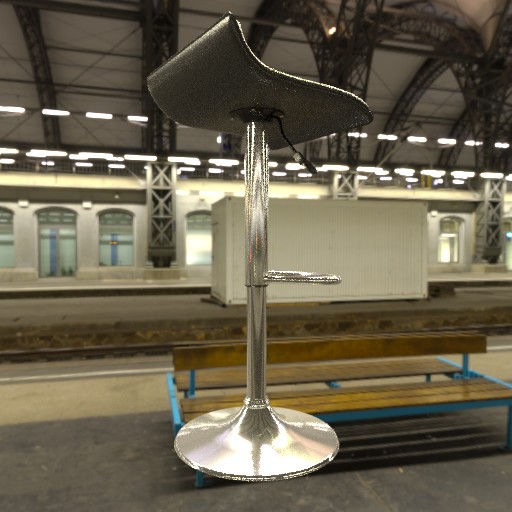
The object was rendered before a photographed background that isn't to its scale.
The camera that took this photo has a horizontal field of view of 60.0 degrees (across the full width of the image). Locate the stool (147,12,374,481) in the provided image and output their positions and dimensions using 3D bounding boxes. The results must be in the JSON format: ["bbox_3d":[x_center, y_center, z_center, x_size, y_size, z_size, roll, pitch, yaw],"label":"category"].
[{"bbox_3d":[0.000,0.000,1.025,0.381,0.851,0.381,-1,2,-36],"label":"stool"}]
